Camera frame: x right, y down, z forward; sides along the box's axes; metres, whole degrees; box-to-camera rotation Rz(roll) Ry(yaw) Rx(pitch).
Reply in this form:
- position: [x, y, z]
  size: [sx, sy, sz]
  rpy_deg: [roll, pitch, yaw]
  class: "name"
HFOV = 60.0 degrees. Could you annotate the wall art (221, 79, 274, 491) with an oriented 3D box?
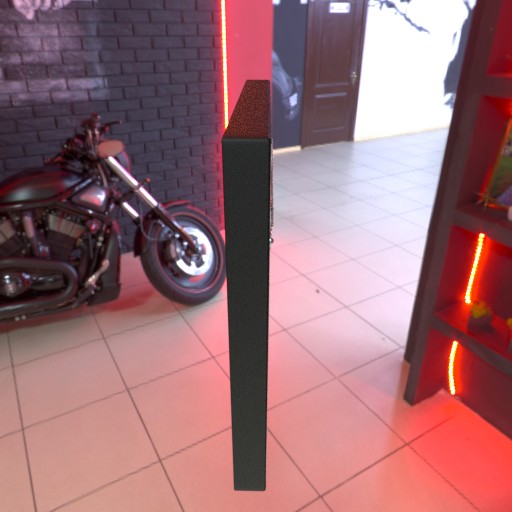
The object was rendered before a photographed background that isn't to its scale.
- position: [0.000, 0.000, 0.600]
  size: [0.041, 0.407, 0.406]
  rpy_deg: [1, 27, 1]
  class: "wall art"
